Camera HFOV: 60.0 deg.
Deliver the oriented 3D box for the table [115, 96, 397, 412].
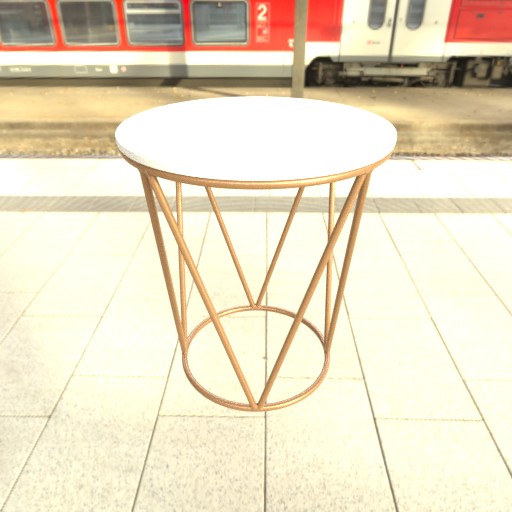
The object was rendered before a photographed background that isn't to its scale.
[{"bbox_3d":[0.000,0.000,0.958,0.500,0.564,0.500,0,31,0],"label":"table"}]
